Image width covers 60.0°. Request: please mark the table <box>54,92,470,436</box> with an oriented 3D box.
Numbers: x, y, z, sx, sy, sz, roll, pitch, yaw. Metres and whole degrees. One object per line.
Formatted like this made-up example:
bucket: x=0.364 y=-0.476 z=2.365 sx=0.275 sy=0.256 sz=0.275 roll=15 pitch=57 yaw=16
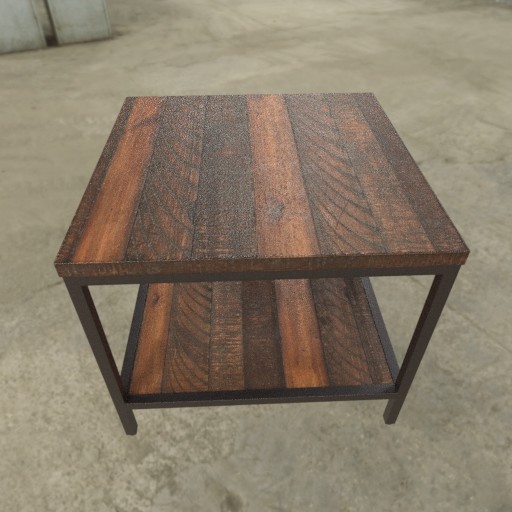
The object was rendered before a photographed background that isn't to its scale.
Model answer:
table: x=0.000 y=0.000 z=0.950 sx=0.553 sy=0.482 sz=0.548 roll=-2 pitch=42 yaw=-2
